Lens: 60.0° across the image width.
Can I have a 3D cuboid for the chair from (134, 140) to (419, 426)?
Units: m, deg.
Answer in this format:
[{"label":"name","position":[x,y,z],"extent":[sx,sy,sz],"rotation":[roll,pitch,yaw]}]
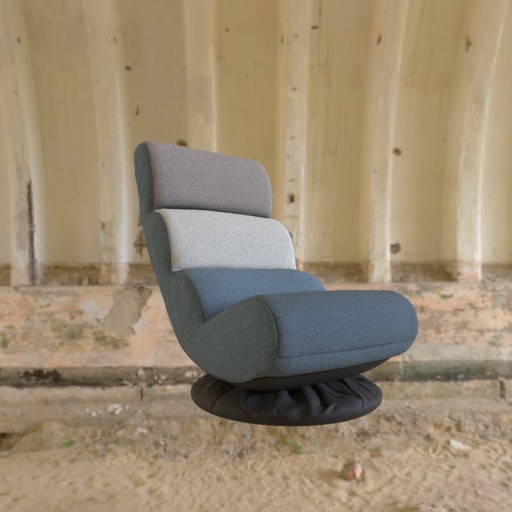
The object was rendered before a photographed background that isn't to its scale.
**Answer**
[{"label":"chair","position":[0.000,0.000,1.081],"extent":[0.420,0.641,0.661],"rotation":[2,-3,-36]}]
